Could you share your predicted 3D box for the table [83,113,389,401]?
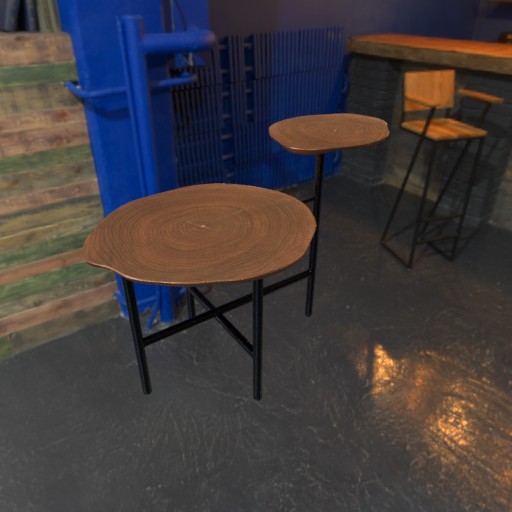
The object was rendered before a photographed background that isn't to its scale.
[{"bbox_3d":[0.000,0.000,1.062,0.759,0.538,0.442,-19,36,-29],"label":"table"}]
